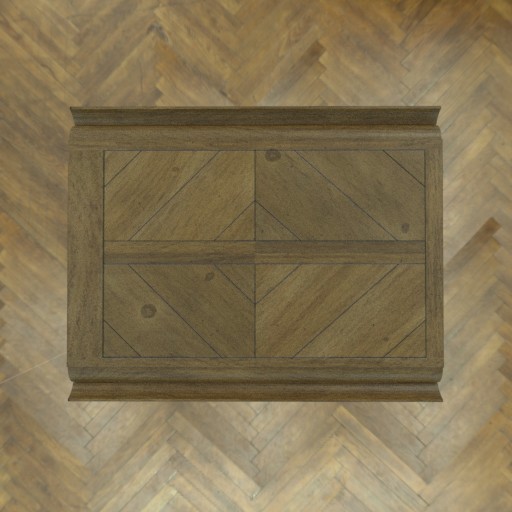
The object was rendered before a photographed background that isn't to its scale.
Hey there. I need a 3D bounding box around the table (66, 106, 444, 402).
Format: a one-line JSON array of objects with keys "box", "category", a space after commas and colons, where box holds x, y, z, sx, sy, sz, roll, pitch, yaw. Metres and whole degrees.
[{"box": [0.000, 0.000, 1.259, 0.746, 0.763, 0.591, 0, 89, 0], "category": "table"}]
